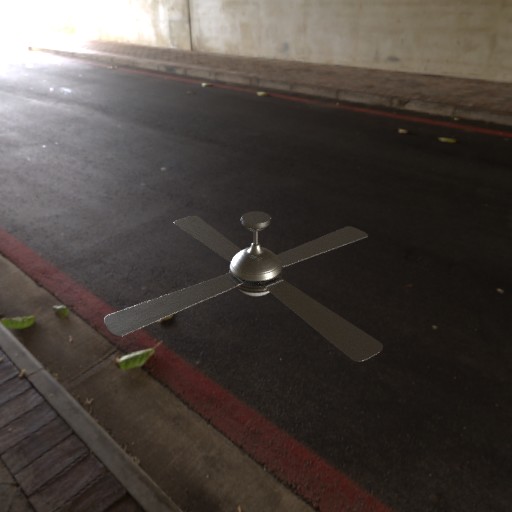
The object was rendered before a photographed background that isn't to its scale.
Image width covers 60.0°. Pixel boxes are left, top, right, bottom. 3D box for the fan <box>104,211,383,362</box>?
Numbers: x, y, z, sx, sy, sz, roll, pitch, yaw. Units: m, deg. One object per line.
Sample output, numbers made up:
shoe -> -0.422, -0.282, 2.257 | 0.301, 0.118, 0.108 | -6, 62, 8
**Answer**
fan -> 0.000, 0.000, 1.984 | 1.321, 0.381, 1.321 | -8, 31, -13
